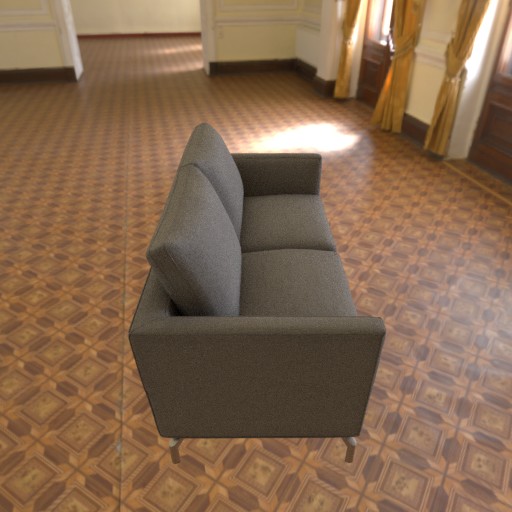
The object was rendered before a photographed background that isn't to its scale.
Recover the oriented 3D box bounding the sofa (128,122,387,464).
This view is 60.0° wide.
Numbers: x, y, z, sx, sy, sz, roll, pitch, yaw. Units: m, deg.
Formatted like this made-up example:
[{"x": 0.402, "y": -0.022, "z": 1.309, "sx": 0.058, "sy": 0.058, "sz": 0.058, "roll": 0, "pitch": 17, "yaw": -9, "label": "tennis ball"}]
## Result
[{"x": 0.000, "y": 0.000, "z": 2.119, "sx": 0.803, "sy": 0.924, "sz": 1.594, "roll": 0, "pitch": 32, "yaw": 0, "label": "sofa"}]
